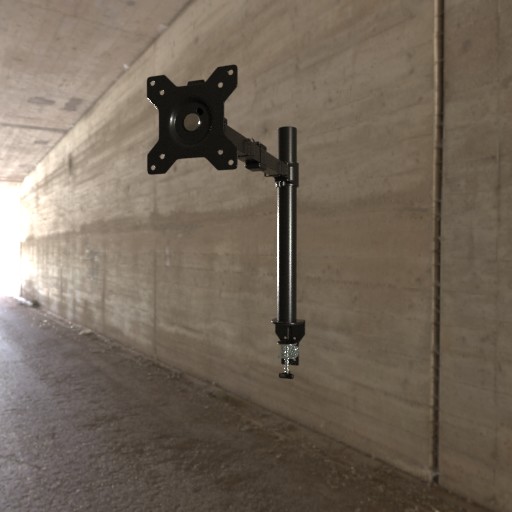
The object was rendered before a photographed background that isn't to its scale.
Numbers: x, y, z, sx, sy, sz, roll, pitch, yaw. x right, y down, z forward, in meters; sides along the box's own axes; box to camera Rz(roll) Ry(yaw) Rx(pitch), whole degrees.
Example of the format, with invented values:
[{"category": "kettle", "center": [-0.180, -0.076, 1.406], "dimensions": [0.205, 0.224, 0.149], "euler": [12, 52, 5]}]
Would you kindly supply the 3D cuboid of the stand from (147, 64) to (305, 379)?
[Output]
[{"category": "stand", "center": [0.000, 0.000, 0.722], "dimensions": [0.115, 0.510, 0.456], "euler": [0, 1, 19]}]
